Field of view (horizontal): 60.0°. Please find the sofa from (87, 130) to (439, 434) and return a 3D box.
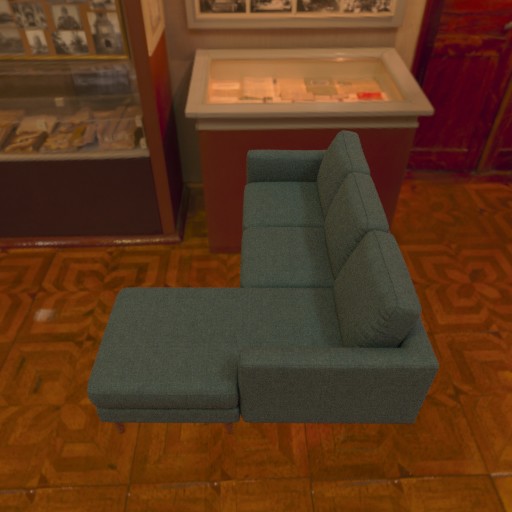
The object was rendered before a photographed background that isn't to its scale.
[{"bbox_3d":[0.000,0.000,2.903,1.667,0.957,2.055,0,41,0],"label":"sofa"}]
